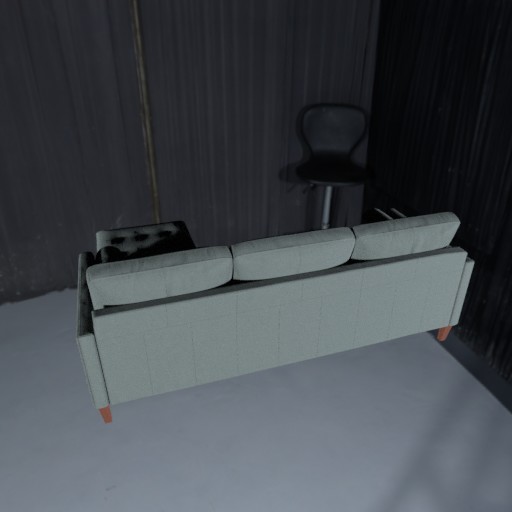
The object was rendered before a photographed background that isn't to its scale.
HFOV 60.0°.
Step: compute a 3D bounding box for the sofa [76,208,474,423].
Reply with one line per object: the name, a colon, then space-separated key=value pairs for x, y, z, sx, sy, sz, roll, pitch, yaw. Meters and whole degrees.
sofa: x=0.000 y=0.000 z=2.947 sx=2.178 sy=0.876 sz=1.506 roll=-9 pitch=30 yaw=-16
